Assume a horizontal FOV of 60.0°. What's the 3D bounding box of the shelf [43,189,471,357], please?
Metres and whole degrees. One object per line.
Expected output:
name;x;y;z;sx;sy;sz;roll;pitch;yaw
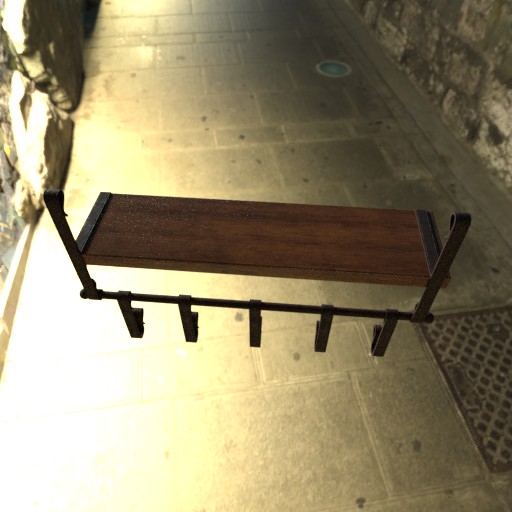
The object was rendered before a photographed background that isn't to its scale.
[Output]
shelf;0.000;0.000;0.714;0.567;0.330;0.146;4;47;3
